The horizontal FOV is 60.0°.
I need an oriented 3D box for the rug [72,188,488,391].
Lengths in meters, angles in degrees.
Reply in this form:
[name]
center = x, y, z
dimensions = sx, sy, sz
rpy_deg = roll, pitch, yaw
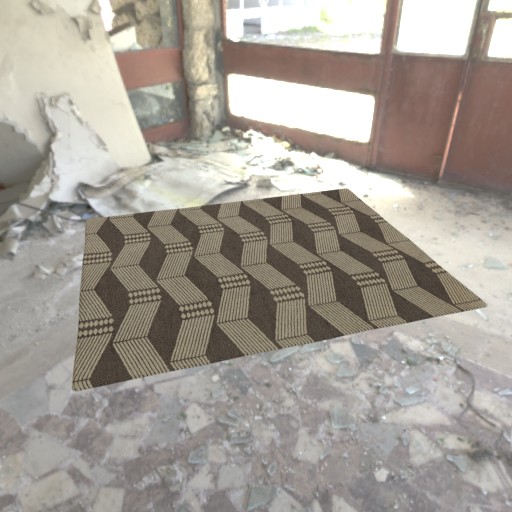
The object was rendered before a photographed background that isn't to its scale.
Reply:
[rug]
center = 0.000, 0.000, 4.061
dimensions = 3.048, 0.016, 2.438
rpy_deg = -9, 32, -14
